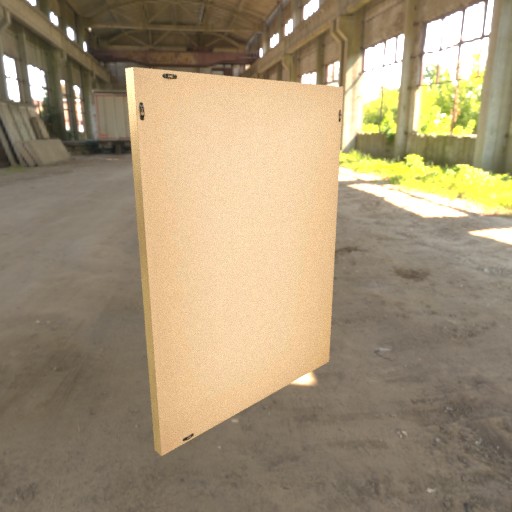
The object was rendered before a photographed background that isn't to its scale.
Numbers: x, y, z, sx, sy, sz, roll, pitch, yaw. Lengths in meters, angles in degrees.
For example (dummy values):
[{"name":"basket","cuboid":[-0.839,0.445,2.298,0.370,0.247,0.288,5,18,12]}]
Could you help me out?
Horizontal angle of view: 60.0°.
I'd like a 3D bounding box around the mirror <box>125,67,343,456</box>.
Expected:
[{"name":"mirror","cuboid":[0.000,0.000,1.366,0.762,1.016,0.041,-15,22,-41]}]
